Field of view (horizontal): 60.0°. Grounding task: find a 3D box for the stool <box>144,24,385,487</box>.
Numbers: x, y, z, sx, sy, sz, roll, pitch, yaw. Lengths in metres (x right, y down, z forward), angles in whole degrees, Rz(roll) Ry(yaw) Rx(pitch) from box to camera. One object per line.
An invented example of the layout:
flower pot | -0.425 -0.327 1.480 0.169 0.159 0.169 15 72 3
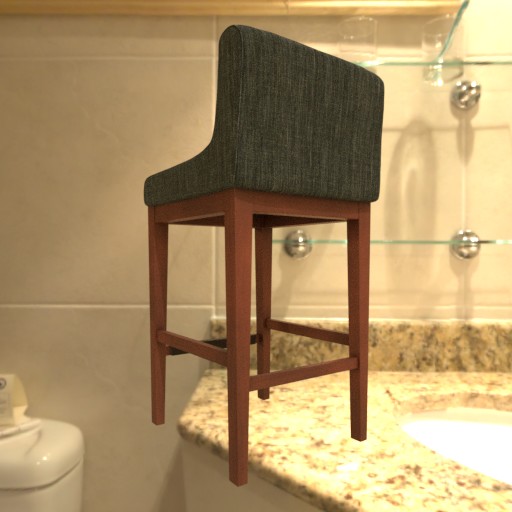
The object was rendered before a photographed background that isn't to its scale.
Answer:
stool | 0.000 0.000 1.054 0.395 0.835 0.459 0 0 -36
